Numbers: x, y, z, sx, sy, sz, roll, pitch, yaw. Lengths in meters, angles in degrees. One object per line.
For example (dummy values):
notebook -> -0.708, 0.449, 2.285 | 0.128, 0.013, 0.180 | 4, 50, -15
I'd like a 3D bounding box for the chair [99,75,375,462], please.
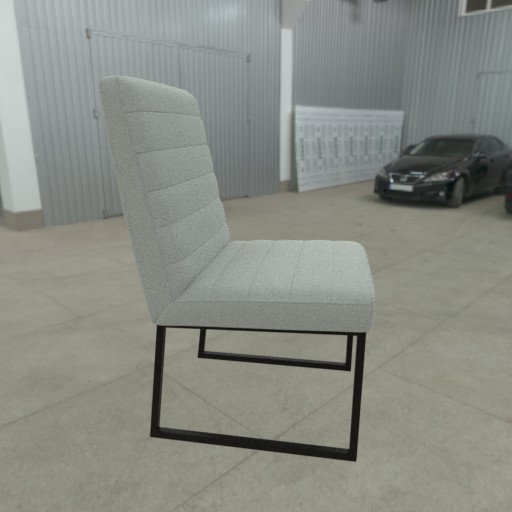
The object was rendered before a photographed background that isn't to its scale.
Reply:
chair -> 0.000, 0.000, 1.265 | 0.634, 0.930, 0.520 | 3, 16, 9
